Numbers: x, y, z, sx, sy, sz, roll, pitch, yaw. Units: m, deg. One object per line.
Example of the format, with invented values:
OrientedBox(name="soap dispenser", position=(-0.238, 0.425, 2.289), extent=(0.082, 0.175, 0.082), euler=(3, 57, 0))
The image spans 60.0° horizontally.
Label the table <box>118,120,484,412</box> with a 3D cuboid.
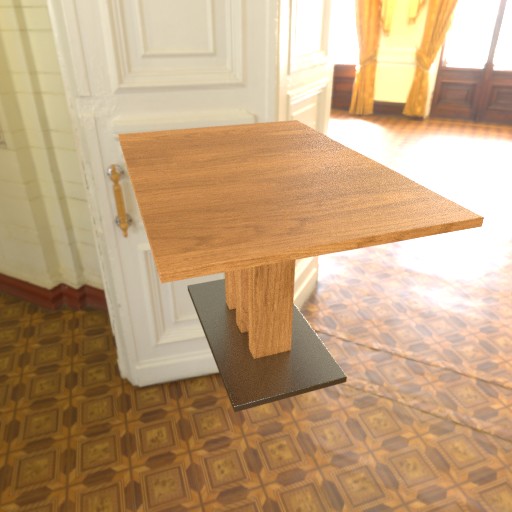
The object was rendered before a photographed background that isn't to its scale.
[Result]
OrientedBox(name="table", position=(0.000, 0.000, 1.831), extent=(0.900, 0.770, 1.300), euler=(-10, 31, -17))
